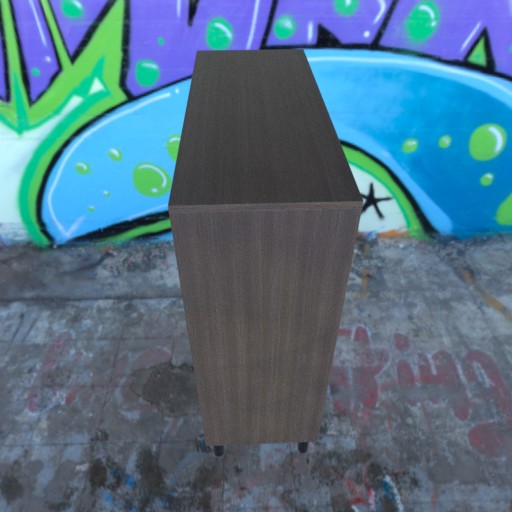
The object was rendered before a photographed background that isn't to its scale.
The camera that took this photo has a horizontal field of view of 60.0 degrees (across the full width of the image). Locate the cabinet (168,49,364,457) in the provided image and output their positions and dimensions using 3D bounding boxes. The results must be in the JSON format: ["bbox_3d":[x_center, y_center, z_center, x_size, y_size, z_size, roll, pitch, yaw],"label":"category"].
[{"bbox_3d":[0.000,0.000,1.668,0.400,1.170,1.010,-2,41,-2],"label":"cabinet"}]
